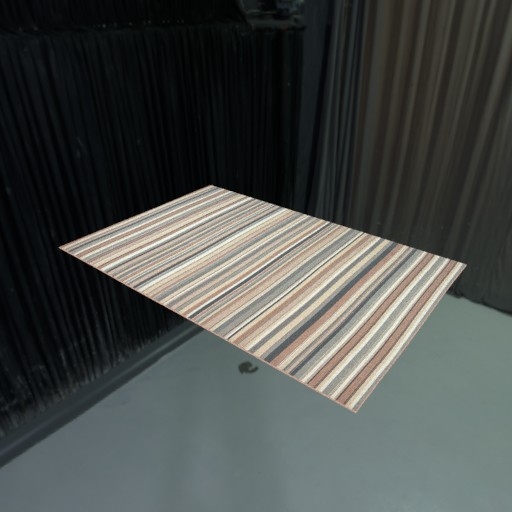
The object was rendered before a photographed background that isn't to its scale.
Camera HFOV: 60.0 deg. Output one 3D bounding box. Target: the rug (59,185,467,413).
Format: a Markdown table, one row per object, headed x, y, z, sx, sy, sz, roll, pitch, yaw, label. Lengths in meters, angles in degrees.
| x | y | z | sx | sy | sz | roll | pitch | yaw | label |
| --- | --- | --- | --- | --- | --- | --- | --- | --- | --- |
| 0.000 | 0.000 | 2.382 | 1.829 | 0.008 | 1.219 | 22 | 37 | 33 | rug |
